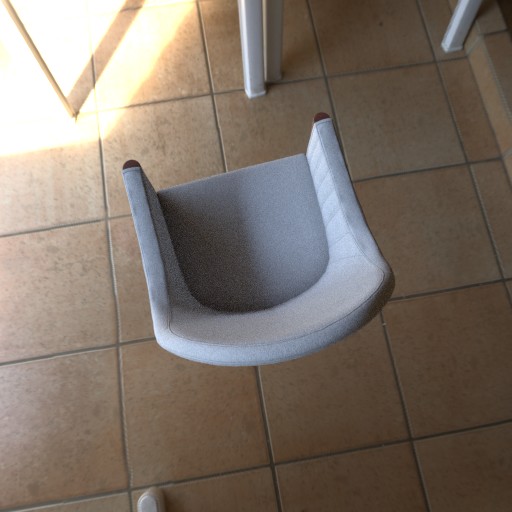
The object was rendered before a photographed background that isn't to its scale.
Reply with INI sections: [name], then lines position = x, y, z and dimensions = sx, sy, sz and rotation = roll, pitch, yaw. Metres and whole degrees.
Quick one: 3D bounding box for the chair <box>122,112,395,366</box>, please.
[chair]
position = 0.000, 0.000, 1.301
dimensions = 0.610, 0.889, 0.620
rotation = -15, 77, -4
